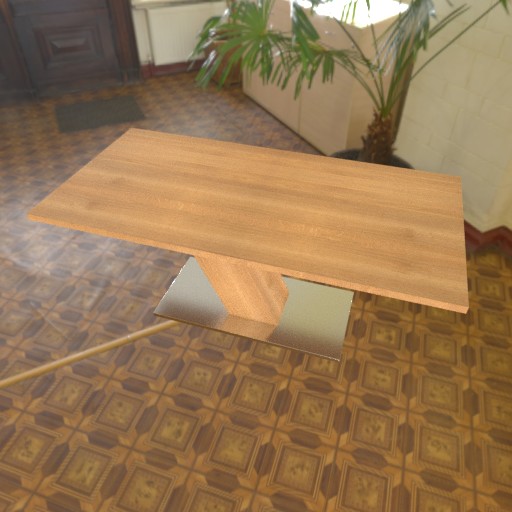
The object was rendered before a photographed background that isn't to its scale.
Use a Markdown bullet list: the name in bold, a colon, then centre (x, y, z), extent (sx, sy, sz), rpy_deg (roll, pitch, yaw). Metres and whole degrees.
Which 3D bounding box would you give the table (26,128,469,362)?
- **table**: centre (0.000, 0.000, 2.277), extent (1.800, 0.750, 0.900), rpy_deg (12, 42, 13)
